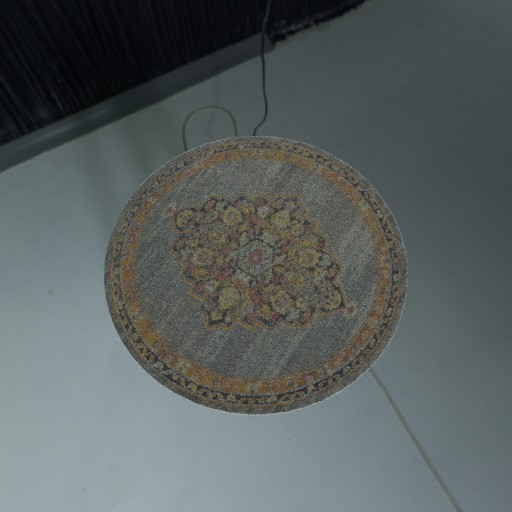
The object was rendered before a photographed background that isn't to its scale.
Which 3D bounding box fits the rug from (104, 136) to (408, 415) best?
[{"bbox_3d":[0.000,0.000,2.354,1.598,0.010,1.598,0,65,0],"label":"rug"}]
